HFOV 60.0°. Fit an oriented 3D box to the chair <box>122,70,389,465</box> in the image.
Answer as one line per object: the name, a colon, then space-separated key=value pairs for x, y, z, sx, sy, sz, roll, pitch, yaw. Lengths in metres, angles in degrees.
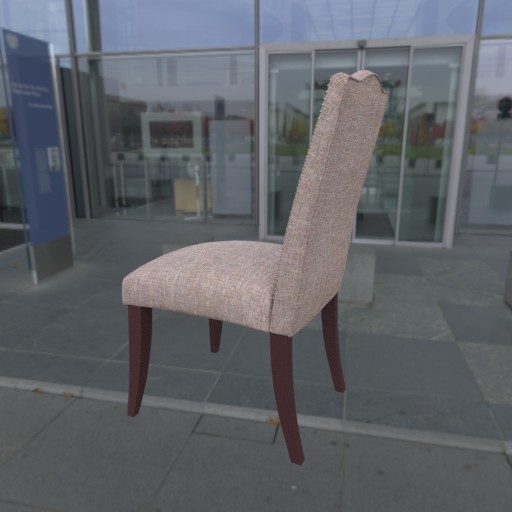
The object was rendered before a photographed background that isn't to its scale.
chair: x=0.000 y=0.000 z=1.356 sx=0.660 sy=1.016 sz=0.513 roll=8 pitch=17 yaw=26
